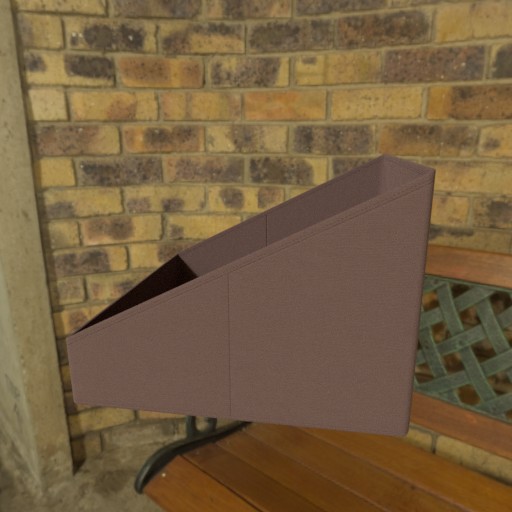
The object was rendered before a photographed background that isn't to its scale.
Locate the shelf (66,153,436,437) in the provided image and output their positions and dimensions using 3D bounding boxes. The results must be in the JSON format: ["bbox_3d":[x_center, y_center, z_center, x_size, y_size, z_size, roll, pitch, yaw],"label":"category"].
[{"bbox_3d":[0.000,0.000,0.483,0.292,0.210,0.292,2,15,9],"label":"shelf"}]
